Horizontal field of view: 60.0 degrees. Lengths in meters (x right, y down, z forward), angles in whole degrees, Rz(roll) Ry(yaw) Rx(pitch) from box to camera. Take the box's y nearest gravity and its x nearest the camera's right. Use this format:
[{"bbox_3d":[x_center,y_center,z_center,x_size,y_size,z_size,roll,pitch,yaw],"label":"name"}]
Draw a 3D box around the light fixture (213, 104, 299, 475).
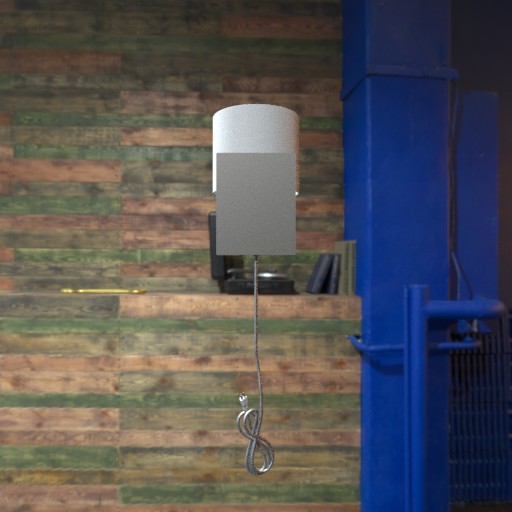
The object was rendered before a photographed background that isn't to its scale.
[{"bbox_3d":[0.000,0.000,0.888,0.203,0.651,0.516,0,-1,0],"label":"light fixture"}]
